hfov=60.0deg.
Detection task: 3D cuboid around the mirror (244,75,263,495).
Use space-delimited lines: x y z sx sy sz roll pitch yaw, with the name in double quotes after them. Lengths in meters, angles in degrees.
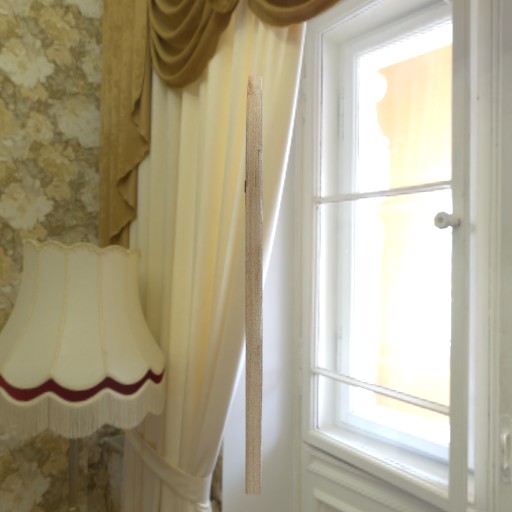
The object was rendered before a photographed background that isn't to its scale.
0.000 0.000 1.185 0.032 0.920 0.660 0 0 1 "mirror"
